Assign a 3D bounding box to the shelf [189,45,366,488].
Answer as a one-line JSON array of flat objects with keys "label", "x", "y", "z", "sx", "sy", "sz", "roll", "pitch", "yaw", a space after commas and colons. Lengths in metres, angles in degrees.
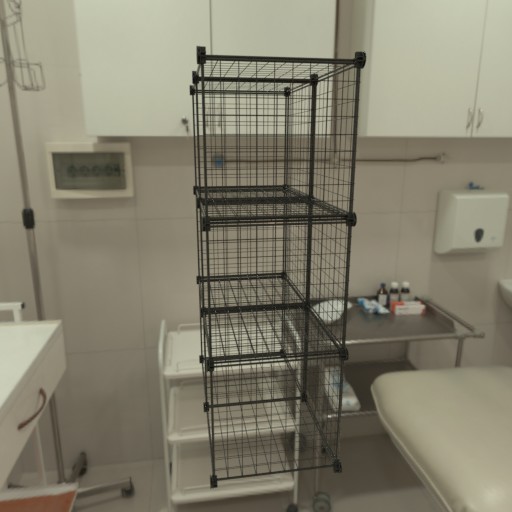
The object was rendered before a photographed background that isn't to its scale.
[{"label": "shelf", "x": 0.000, "y": 0.000, "z": 1.380, "sx": 0.356, "sy": 1.067, "sz": 0.711, "roll": -2, "pitch": 15, "yaw": -9}]
